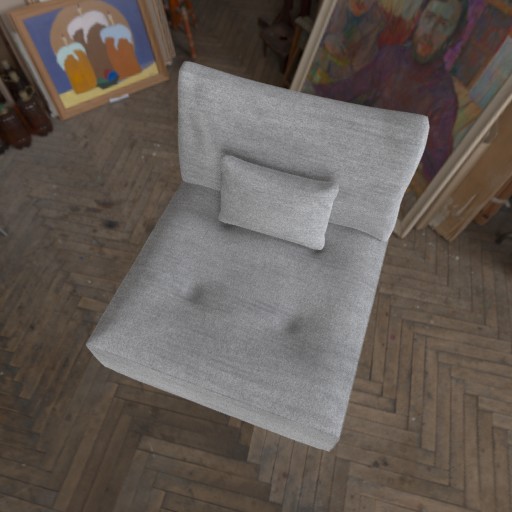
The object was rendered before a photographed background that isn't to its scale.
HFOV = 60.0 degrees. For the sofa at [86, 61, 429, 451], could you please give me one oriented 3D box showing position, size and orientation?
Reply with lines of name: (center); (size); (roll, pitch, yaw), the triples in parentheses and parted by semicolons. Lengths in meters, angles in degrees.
sofa: (0.000, 0.000, 1.651); (0.930, 0.820, 1.000); (17, 60, 10)
